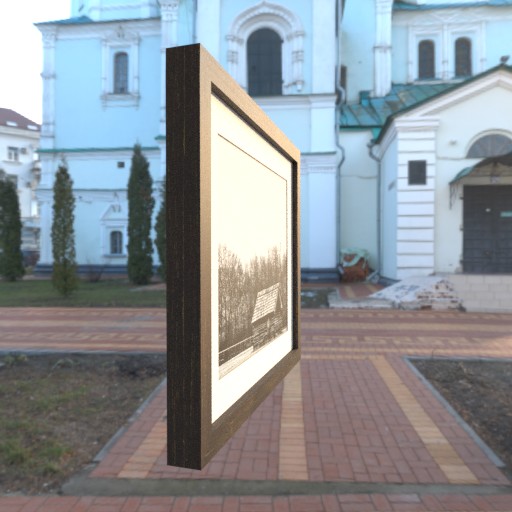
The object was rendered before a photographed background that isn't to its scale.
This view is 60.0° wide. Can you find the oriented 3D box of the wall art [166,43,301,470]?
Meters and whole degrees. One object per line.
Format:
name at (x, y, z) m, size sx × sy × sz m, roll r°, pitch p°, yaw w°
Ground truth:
wall art at (0.000, 0.000, 0.529) m, size 0.031 × 0.330 × 0.381 m, roll 0°, pitch 0°, yaw 17°
